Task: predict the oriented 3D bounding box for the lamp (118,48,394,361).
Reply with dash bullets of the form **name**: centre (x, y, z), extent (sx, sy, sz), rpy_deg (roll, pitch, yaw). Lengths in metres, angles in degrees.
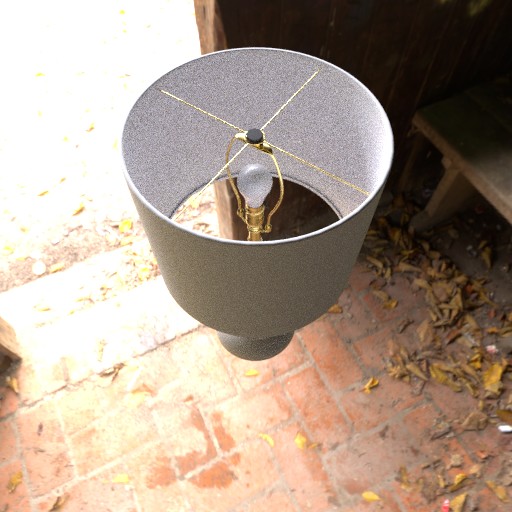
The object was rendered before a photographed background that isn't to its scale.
- **lamp**: centre (0.000, 0.000, 0.716), extent (0.301, 0.533, 0.301), rpy_deg (31, 64, 17)
